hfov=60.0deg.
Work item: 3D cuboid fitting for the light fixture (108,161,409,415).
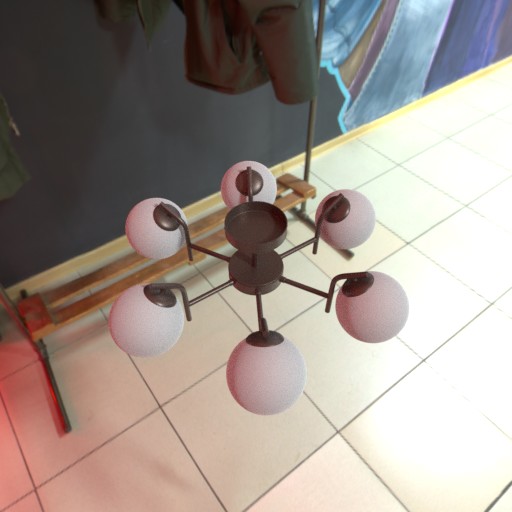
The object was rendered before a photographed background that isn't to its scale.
[{"bbox_3d":[0.000,0.000,0.950,0.662,0.201,0.662,0,48,0],"label":"light fixture"}]
